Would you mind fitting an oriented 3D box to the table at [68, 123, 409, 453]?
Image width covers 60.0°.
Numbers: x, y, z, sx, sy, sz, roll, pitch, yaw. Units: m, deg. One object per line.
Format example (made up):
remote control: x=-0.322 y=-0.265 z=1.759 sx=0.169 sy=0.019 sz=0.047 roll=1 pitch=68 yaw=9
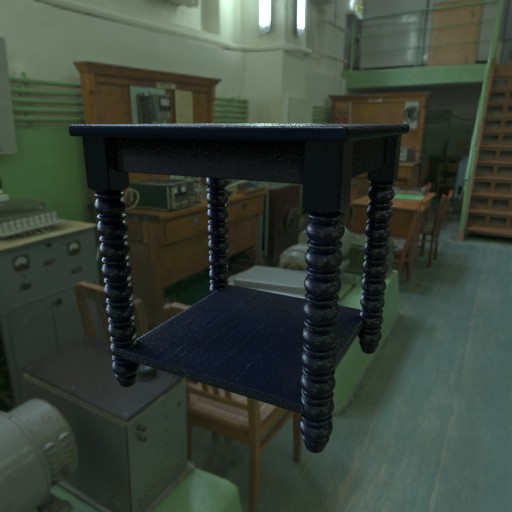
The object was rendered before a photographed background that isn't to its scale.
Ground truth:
table: x=0.000 y=0.000 z=0.996 sx=0.533 sy=0.567 sz=0.500 roll=9 pitch=19 yaw=26
